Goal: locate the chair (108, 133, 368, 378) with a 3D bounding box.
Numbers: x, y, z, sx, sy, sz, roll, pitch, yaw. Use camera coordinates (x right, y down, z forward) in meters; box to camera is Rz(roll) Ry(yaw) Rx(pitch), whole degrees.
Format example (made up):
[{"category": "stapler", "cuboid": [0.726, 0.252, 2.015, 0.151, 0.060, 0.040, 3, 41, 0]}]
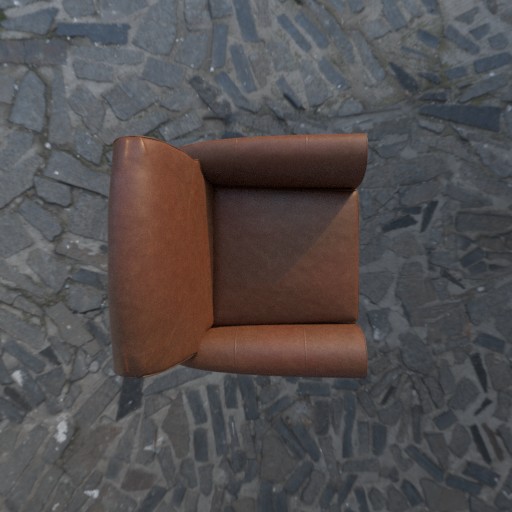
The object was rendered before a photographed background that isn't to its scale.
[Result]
[{"category": "chair", "cuboid": [0.000, 0.000, 1.828, 0.902, 1.061, 0.978, 0, 90, -1]}]
